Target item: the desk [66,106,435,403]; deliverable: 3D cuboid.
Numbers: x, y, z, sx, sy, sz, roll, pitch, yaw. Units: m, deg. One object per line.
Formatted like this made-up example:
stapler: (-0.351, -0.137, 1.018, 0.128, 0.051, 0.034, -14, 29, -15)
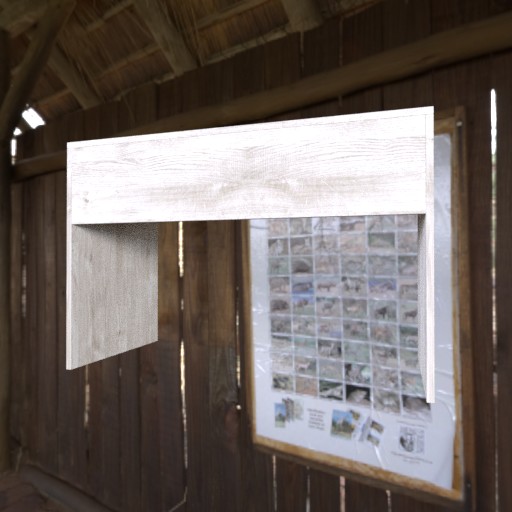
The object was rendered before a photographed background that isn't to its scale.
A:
desk: (0.000, 0.000, 1.523, 1.100, 0.730, 0.560, 0, -1, 18)
